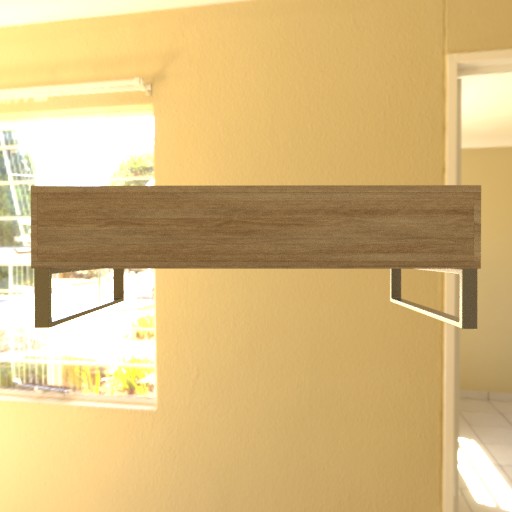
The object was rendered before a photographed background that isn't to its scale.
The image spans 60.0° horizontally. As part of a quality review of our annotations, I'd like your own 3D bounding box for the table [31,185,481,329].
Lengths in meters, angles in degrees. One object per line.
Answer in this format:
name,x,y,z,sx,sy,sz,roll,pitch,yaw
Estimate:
table,0.000,0.000,1.383,1.100,0.350,0.600,0,1,1
